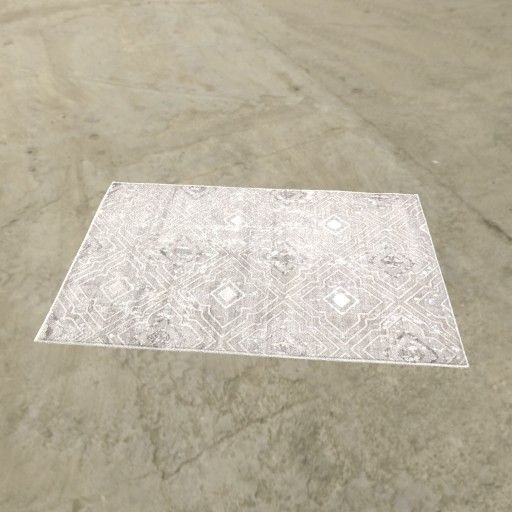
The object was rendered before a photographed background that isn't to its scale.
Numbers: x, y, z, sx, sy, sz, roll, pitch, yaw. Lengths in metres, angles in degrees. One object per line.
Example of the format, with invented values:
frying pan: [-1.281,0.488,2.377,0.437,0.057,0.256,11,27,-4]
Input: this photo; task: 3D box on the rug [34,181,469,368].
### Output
rug: [0.000,0.000,3.014,2.447,0.036,1.537,3,46,3]
